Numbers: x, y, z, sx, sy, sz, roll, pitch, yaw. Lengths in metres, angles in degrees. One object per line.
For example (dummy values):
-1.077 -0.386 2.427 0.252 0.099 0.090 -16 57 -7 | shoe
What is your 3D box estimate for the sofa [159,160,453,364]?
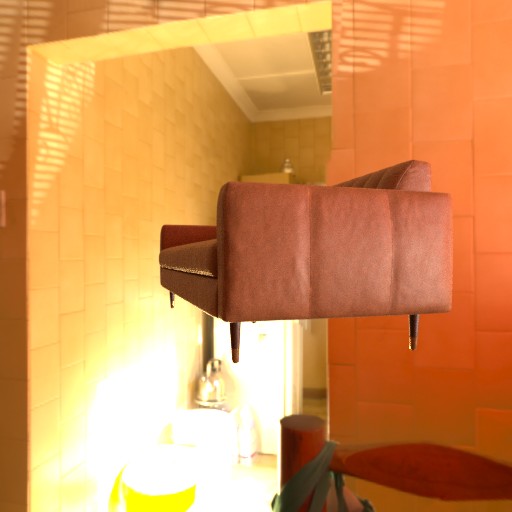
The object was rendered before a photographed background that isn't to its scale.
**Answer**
0.000 0.000 2.710 0.990 0.821 2.291 0 0 -18 | sofa
